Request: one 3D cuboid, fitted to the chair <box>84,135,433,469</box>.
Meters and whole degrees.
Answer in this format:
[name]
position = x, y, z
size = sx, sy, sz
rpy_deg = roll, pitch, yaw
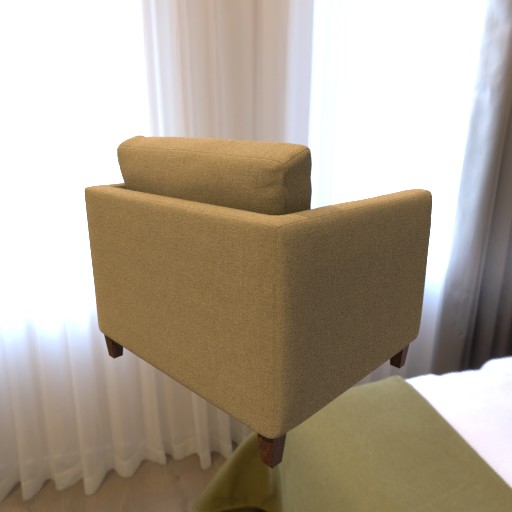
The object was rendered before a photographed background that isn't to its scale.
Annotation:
[chair]
position = 0.000, 0.000, 1.840
size = 1.107, 0.963, 0.959
rpy_deg = 15, 22, 42
